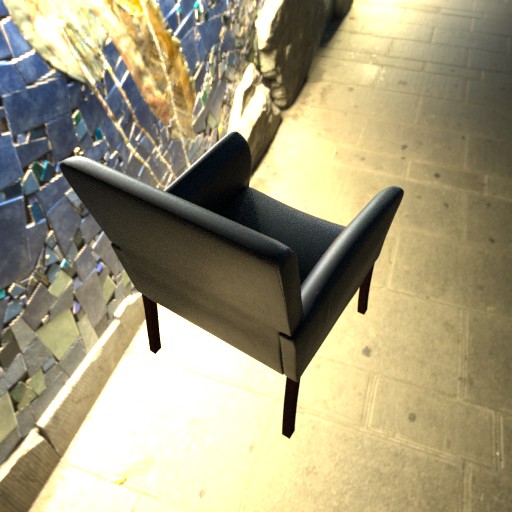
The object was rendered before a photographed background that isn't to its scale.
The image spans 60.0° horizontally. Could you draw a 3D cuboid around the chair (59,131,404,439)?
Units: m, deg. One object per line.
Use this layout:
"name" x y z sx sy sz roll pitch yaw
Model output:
"chair" 0.000 0.000 1.483 0.683 0.951 0.772 25 50 23
